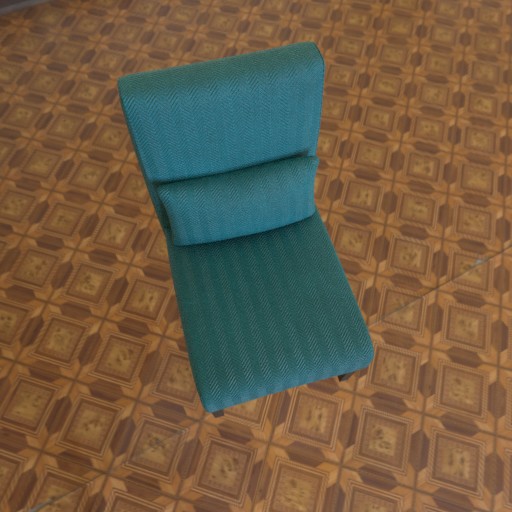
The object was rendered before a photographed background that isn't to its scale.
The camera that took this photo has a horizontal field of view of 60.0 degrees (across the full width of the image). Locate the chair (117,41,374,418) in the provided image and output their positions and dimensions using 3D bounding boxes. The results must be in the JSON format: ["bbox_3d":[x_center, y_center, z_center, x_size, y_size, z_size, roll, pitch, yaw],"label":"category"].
[{"bbox_3d":[0.000,0.000,1.437,0.579,0.927,0.808,-14,63,-7],"label":"chair"}]
